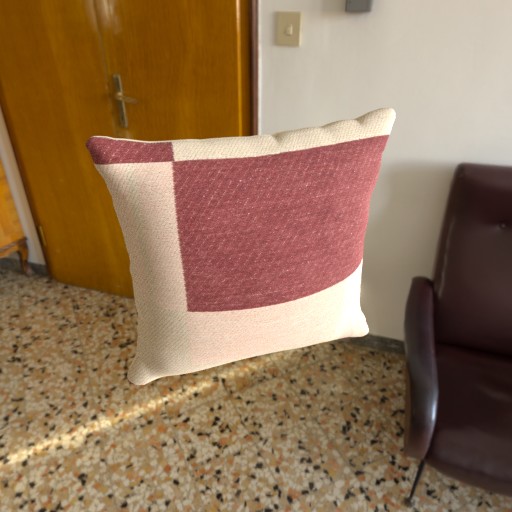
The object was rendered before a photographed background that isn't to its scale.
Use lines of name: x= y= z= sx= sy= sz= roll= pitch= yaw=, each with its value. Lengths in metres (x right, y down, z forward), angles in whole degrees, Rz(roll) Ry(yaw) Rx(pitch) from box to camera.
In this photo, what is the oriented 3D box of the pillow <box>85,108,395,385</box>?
pillow: x=0.000 y=0.000 z=0.828 sx=0.536 sy=0.506 sz=0.229 roll=-9 pitch=32 yaw=-14
